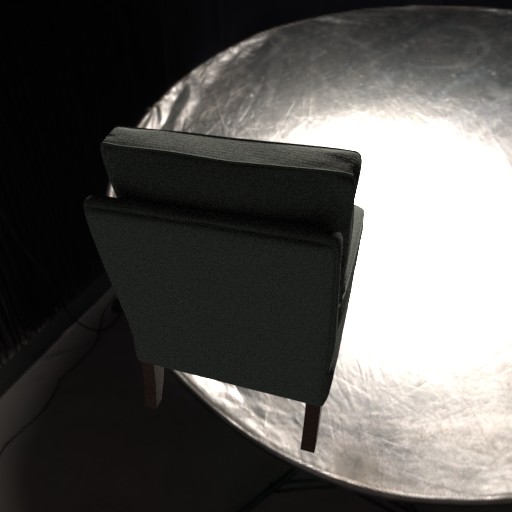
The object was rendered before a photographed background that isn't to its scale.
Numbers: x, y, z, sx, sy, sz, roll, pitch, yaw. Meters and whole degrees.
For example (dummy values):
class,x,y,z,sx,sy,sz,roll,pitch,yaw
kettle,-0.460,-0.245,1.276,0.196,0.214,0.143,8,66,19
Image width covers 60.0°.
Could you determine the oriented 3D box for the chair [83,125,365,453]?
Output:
class,x,y,z,sx,sy,sz,roll,pitch,yaw
chair,0.000,0.000,1.420,0.624,0.901,0.796,10,34,15
